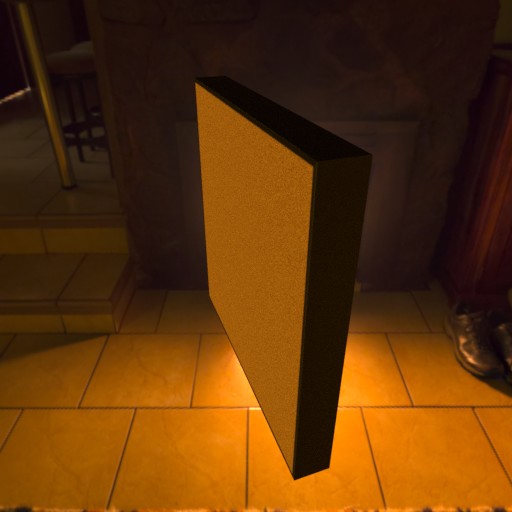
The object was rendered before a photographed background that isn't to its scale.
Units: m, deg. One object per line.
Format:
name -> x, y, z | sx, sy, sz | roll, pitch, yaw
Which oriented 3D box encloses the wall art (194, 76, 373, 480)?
wall art -> 0.000, 0.000, 0.457 | 0.037, 0.303, 0.304 | -11, 32, -17
